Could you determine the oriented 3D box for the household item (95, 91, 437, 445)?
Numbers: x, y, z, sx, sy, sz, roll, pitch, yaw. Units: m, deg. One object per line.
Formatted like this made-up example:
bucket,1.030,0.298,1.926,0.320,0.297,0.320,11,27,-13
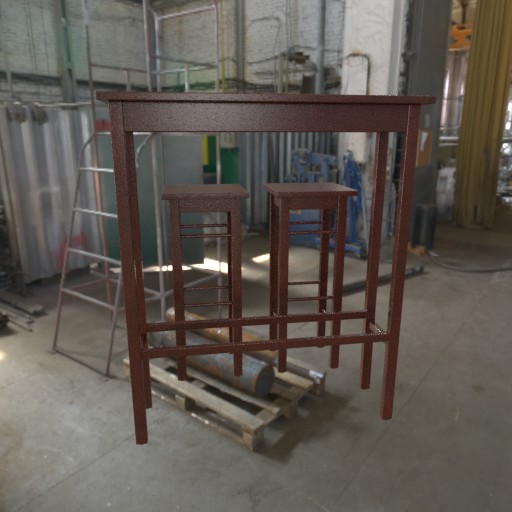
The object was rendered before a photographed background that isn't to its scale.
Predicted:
household item,0.000,0.000,1.628,0.914,1.067,0.676,-2,15,-9
